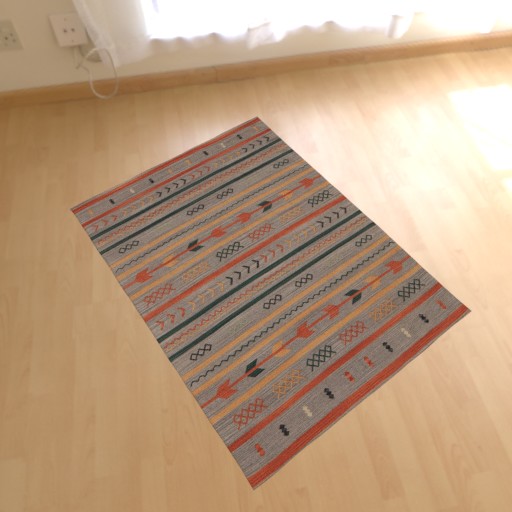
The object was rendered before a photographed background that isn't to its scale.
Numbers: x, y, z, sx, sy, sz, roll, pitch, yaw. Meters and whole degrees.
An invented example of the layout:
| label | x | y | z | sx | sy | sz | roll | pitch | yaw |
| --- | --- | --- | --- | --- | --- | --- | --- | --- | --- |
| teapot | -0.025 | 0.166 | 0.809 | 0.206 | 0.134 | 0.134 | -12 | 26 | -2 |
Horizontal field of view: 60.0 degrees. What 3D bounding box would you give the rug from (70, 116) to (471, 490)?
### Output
| label | x | y | z | sx | sy | sz | roll | pitch | yaw |
| --- | --- | --- | --- | --- | --- | --- | --- | --- | --- |
| rug | 0.000 | 0.000 | 4.007 | 2.263 | 0.022 | 3.029 | -32 | 62 | -19 |
